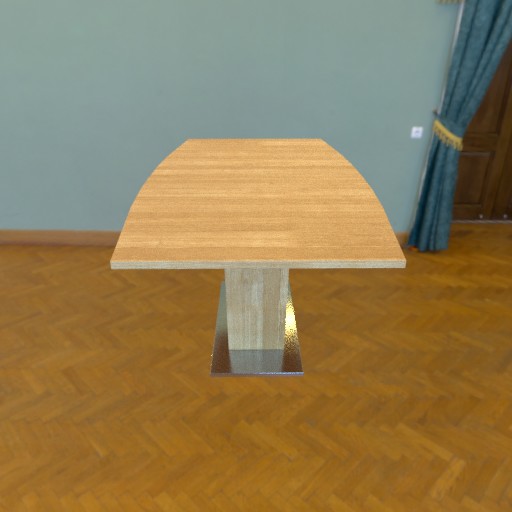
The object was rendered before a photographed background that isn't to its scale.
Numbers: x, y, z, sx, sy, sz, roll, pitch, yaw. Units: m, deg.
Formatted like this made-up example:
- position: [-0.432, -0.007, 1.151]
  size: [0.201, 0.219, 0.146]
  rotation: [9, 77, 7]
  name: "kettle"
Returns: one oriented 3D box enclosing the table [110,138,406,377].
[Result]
- position: [0.000, 0.000, 2.036]
  size: [0.900, 0.748, 1.598]
  rotation: [0, 26, 0]
  name: "table"
